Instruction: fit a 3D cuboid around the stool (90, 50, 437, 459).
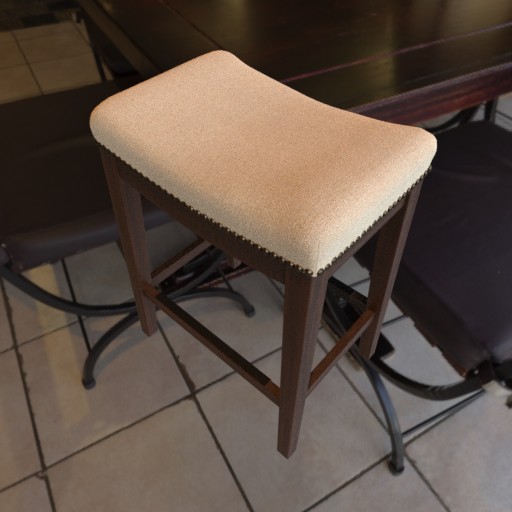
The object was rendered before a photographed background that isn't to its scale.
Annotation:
[{"bbox_3d":[0.000,0.000,0.944,0.509,0.669,0.363,33,55,27],"label":"stool"}]
